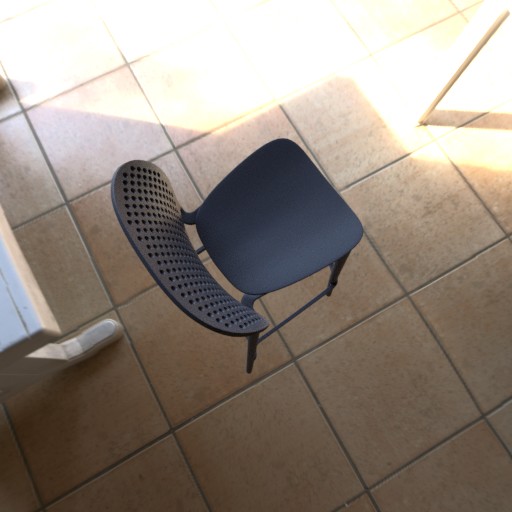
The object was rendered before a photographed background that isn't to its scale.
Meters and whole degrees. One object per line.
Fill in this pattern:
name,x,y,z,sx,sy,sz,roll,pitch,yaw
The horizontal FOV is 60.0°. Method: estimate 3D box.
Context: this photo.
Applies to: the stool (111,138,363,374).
stool,0.000,0.000,1.377,0.535,1.045,0.536,-34,77,-9
